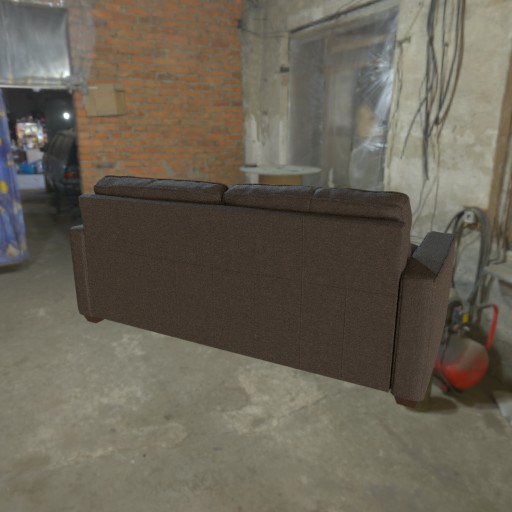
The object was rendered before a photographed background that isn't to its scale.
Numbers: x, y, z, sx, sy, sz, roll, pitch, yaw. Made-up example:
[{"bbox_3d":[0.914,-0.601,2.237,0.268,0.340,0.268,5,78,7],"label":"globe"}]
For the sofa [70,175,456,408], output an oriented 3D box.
[{"bbox_3d":[0.000,0.000,2.584,2.080,0.919,0.940,8,18,27],"label":"sofa"}]
